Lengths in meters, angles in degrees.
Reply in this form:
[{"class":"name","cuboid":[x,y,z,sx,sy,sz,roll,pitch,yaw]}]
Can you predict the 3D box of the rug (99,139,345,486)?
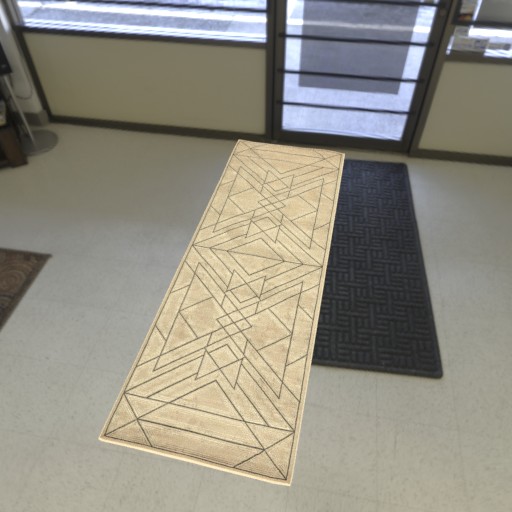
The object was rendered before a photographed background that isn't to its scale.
[{"class":"rug","cuboid":[0.000,0.000,2.606,0.831,0.036,2.381,10,47,9]}]
